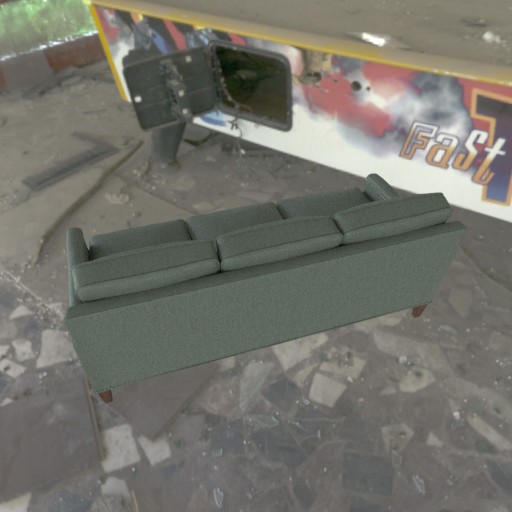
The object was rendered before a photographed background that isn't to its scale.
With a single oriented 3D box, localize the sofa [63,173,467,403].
[{"bbox_3d":[0.000,0.000,2.833,2.246,1.003,1.084,-12,43,-14],"label":"sofa"}]
